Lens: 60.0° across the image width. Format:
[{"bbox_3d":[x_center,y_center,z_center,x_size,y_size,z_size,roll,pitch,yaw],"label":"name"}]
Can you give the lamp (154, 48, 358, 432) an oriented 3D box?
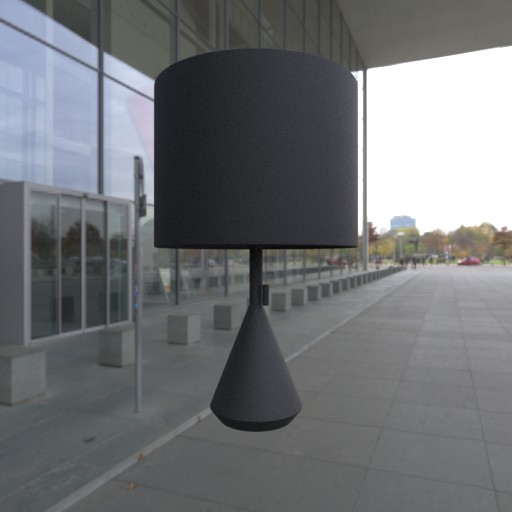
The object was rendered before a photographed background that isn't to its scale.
[{"bbox_3d":[0.000,0.000,0.799,0.359,0.584,0.359,0,0,38],"label":"lamp"}]
